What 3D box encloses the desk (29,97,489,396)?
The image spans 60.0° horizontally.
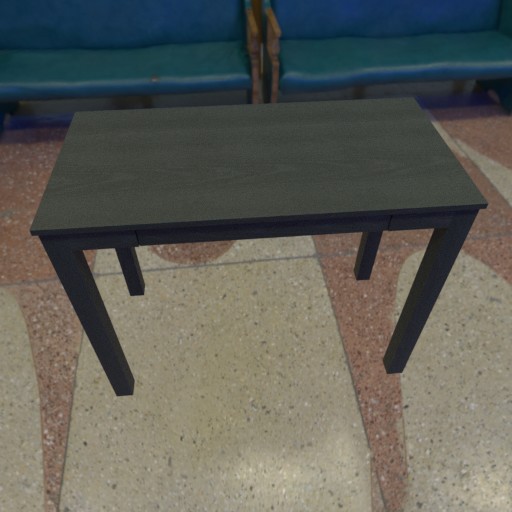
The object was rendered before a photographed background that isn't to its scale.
[{"bbox_3d":[0.000,0.000,1.398,0.991,0.762,0.499,-4,46,-4],"label":"desk"}]
